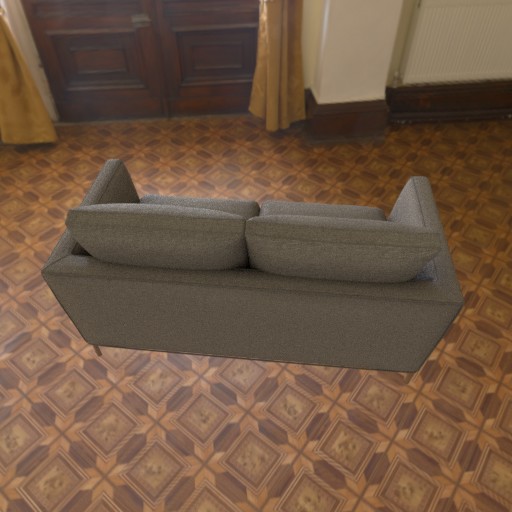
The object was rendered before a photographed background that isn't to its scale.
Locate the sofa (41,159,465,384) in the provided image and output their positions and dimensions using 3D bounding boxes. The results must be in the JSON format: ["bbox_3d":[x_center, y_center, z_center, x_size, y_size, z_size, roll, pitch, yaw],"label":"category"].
[{"bbox_3d":[0.000,0.000,2.073,1.594,0.924,0.803,4,46,4],"label":"sofa"}]
